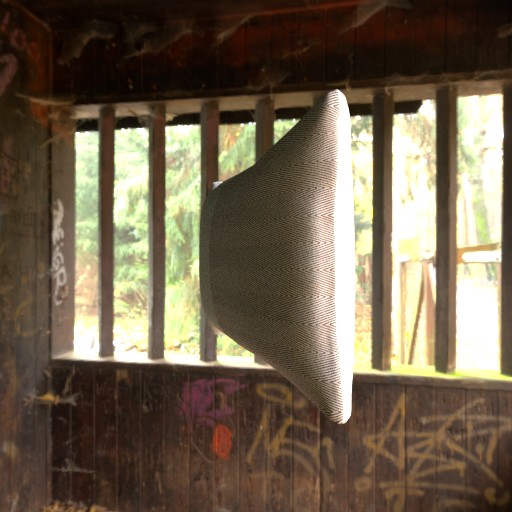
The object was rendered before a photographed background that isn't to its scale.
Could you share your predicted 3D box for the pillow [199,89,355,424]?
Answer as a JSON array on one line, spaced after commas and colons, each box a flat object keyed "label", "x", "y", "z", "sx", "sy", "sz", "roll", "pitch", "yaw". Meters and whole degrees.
[{"label": "pillow", "x": 0.000, "y": 0.000, "z": 0.636, "sx": 0.139, "sy": 0.305, "sz": 0.506, "roll": 0, "pitch": 0, "yaw": -18}]
